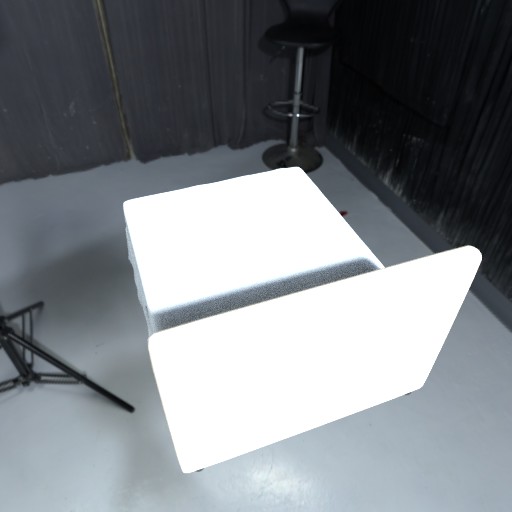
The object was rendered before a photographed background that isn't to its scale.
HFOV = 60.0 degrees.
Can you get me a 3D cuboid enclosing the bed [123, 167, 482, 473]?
[{"bbox_3d":[0.000,0.000,3.166,1.748,1.330,2.142,-14,44,-15],"label":"bed"}]
